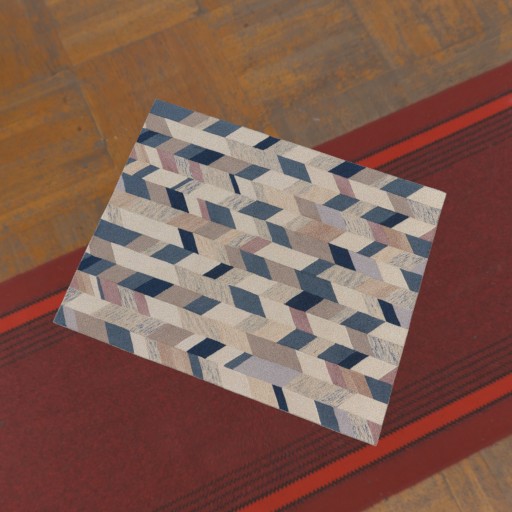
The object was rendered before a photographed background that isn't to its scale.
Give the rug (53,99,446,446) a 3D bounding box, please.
[{"bbox_3d":[0.000,0.000,4.176,3.072,0.011,2.451,19,77,5],"label":"rug"}]
